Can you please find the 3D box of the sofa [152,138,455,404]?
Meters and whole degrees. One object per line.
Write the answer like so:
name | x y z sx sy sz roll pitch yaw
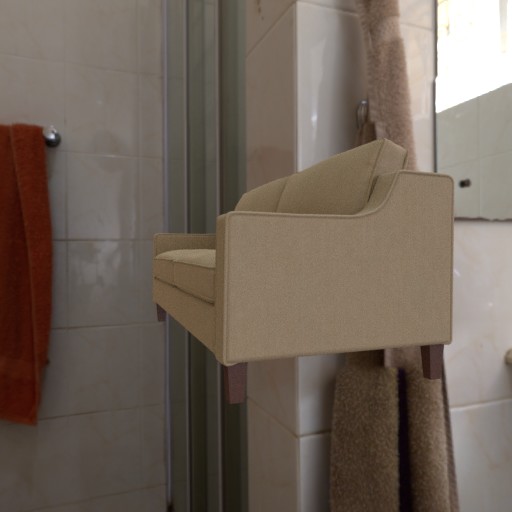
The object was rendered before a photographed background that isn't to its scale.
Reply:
sofa | 0.000 0.000 2.775 1.066 1.071 2.178 0 1 -20
